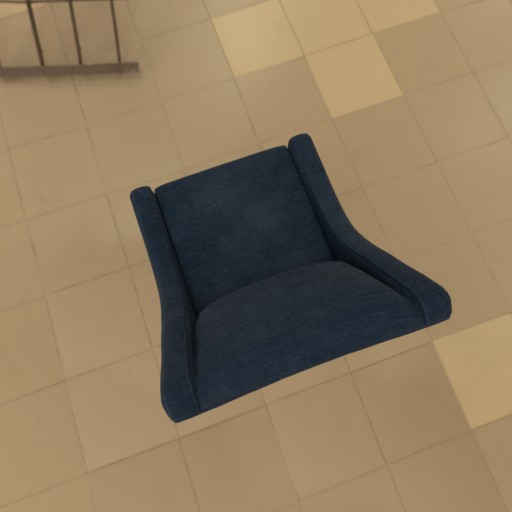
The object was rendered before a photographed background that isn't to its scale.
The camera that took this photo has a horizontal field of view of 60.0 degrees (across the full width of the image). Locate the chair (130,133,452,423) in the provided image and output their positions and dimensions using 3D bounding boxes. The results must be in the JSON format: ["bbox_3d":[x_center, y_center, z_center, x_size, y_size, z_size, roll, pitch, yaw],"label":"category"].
[{"bbox_3d":[0.000,0.000,1.638,0.774,1.014,0.870,-20,76,-5],"label":"chair"}]
